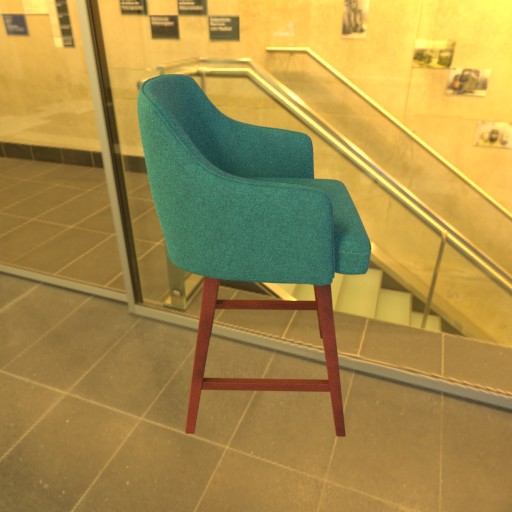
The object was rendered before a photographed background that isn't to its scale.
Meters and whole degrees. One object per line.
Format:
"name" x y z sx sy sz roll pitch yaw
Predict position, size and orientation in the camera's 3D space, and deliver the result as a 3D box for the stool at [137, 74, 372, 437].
"stool" 0.000 0.000 1.293 0.556 0.961 0.548 1 29 1
